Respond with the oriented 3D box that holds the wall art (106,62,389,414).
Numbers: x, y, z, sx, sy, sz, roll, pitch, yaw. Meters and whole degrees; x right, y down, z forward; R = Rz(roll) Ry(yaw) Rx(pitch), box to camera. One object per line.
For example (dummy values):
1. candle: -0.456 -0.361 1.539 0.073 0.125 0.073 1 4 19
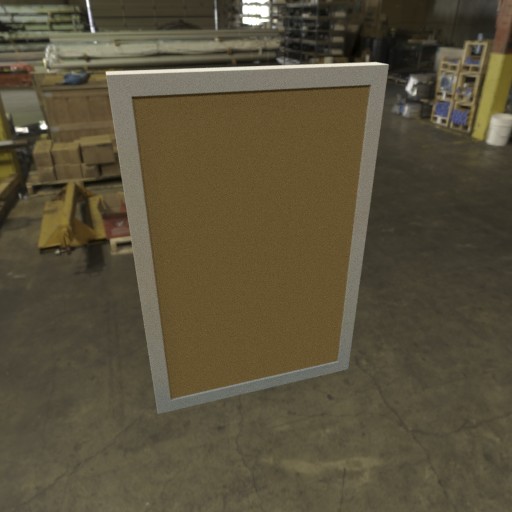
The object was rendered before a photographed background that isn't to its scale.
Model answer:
1. wall art: 0.000 0.000 0.777 0.408 0.611 0.038 -9 30 -15
